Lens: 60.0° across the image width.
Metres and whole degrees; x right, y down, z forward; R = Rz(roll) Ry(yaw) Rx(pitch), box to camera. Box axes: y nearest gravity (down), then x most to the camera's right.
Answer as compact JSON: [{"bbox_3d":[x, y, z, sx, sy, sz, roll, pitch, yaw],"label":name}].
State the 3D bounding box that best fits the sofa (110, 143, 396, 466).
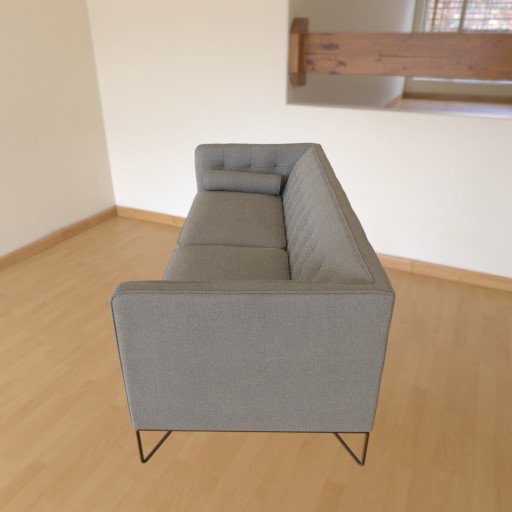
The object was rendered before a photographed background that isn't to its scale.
[{"bbox_3d":[0.000,0.000,2.457,0.912,0.798,2.079,0,27,1],"label":"sofa"}]
